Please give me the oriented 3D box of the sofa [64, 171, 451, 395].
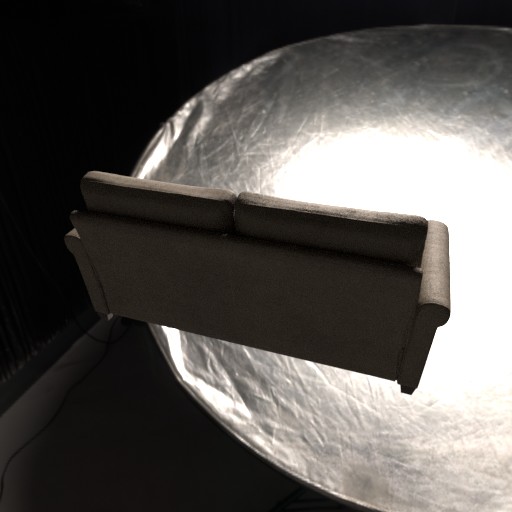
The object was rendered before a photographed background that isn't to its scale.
[{"bbox_3d":[0.000,0.000,2.404,1.935,0.942,0.842,10,32,16],"label":"sofa"}]
